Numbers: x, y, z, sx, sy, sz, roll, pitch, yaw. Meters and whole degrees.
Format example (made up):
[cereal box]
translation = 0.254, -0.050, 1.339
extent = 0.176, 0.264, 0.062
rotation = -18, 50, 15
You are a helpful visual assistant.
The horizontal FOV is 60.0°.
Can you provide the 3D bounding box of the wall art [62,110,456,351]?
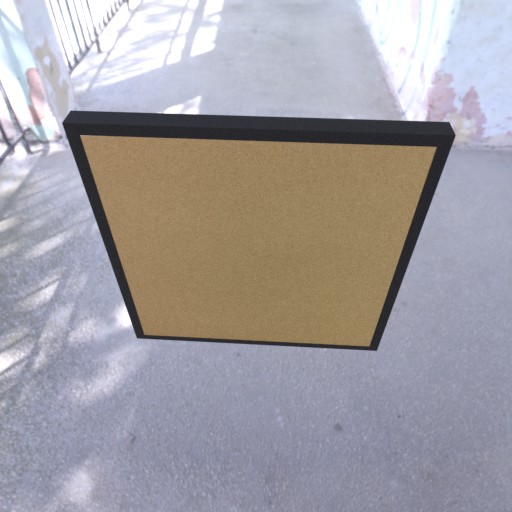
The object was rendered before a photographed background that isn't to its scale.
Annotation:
[wall art]
translation = 0.000, 0.000, 0.765
extent = 0.508, 0.507, 0.033
rotation = 2, 46, 2
